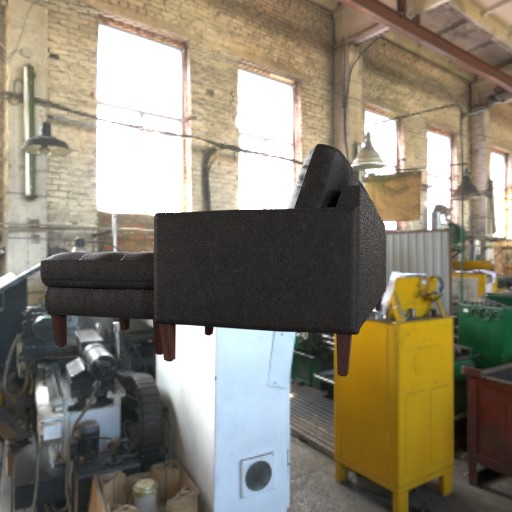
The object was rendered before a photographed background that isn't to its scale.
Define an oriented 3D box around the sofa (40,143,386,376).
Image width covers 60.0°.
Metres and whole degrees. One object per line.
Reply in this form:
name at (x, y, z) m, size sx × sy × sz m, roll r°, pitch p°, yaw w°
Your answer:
sofa at (0.000, 0.000, 2.806) m, size 1.497 × 0.876 × 2.178 m, roll 0°, pitch 0°, yaw 19°
